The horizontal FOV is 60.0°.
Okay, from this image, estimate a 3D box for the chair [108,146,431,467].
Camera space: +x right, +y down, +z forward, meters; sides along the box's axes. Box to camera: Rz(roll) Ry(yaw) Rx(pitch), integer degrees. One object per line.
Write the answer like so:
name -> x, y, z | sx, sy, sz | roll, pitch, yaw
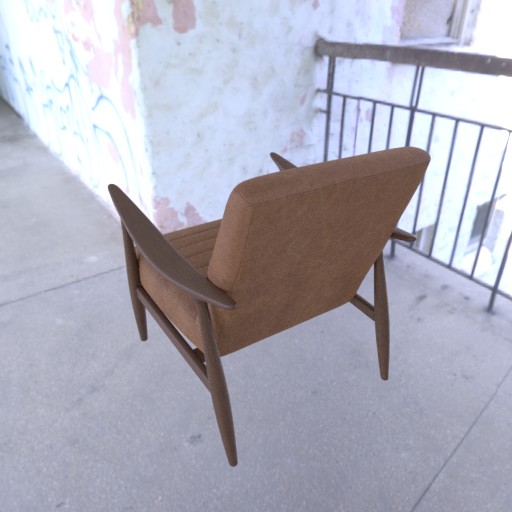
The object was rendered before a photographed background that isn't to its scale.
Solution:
chair -> 0.000, 0.000, 1.459 | 0.741, 0.832, 0.798 | -18, 35, -28
